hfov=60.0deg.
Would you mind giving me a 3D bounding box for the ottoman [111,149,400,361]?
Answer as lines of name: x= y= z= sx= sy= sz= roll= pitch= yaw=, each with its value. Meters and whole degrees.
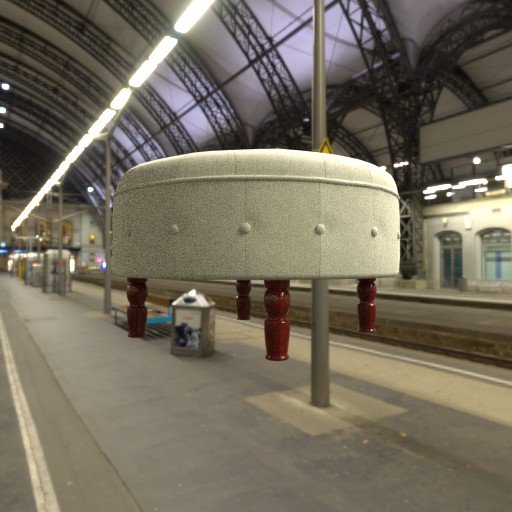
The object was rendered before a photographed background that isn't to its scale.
ottoman: x=0.000 y=0.000 z=1.375 sx=0.850 sy=0.483 sz=0.850 roll=0 pitch=-1 yaw=0
